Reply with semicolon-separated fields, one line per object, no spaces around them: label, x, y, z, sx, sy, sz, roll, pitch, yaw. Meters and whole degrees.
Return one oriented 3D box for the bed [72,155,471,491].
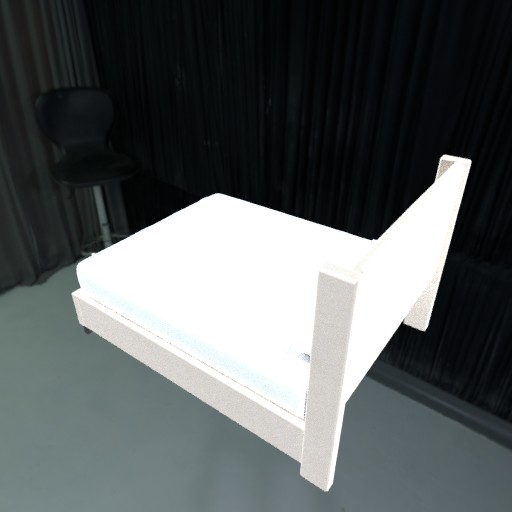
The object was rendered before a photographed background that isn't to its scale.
bed;0.000;0.000;3.321;2.293;1.471;1.778;21;38;30
